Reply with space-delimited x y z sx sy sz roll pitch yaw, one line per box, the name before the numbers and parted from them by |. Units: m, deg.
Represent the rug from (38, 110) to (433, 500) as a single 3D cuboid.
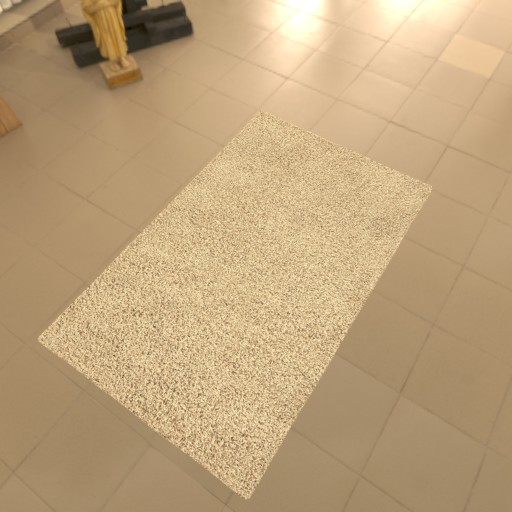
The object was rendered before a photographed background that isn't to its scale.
rug | 0.000 0.000 2.959 1.524 0.030 2.438 30 63 17
